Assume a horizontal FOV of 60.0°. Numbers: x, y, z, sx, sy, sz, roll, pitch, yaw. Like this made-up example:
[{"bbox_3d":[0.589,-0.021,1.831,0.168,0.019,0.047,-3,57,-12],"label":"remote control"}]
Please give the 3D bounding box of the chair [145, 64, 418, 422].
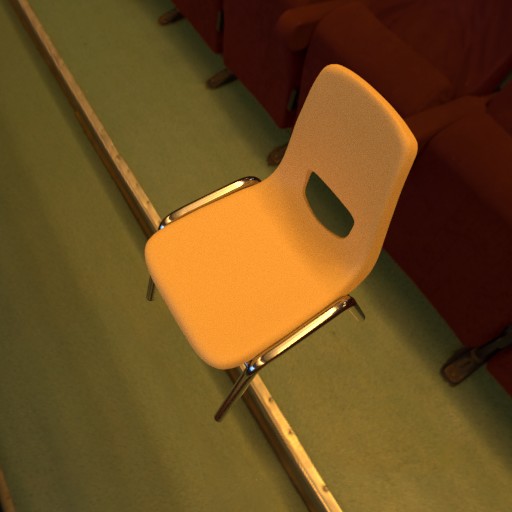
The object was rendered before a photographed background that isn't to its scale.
[{"bbox_3d":[0.000,0.000,0.821,0.423,0.586,0.354,-30,67,-14],"label":"chair"}]
